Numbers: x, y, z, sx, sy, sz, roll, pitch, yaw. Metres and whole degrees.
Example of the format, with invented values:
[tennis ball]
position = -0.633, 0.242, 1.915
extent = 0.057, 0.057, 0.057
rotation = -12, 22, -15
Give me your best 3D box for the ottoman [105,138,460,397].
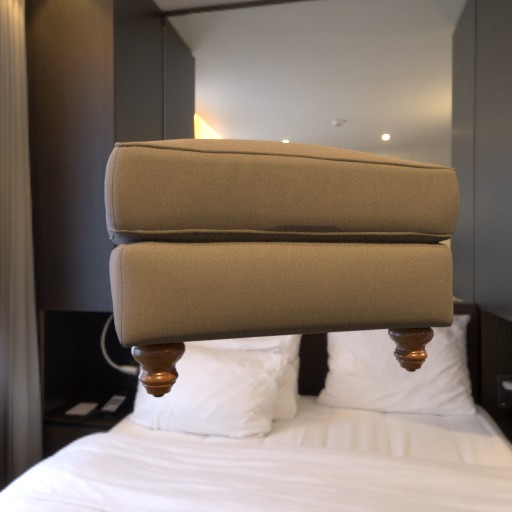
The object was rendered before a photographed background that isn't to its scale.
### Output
[ottoman]
position = 0.000, 0.000, 1.119
extent = 0.721, 0.505, 0.662
rotation = 0, 0, -19
